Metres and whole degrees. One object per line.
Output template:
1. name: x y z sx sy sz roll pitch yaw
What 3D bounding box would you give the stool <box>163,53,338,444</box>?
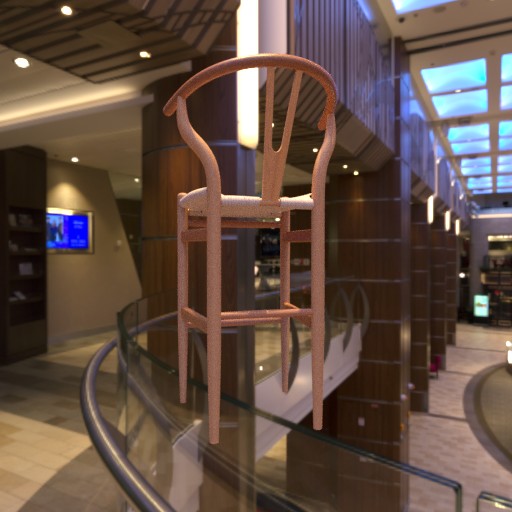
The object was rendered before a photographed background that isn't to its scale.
1. stool: 0.000 0.000 1.429 0.574 1.068 0.561 0 1 -18
